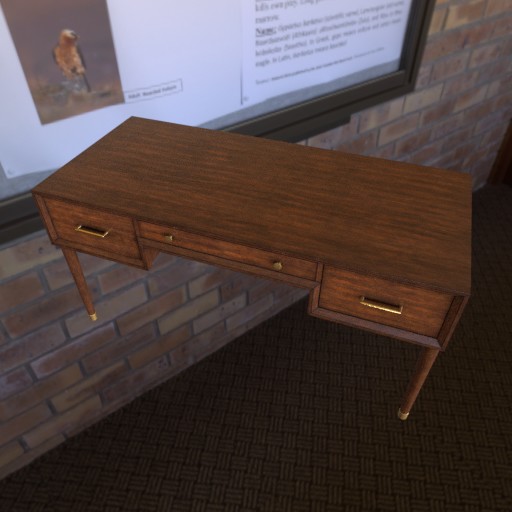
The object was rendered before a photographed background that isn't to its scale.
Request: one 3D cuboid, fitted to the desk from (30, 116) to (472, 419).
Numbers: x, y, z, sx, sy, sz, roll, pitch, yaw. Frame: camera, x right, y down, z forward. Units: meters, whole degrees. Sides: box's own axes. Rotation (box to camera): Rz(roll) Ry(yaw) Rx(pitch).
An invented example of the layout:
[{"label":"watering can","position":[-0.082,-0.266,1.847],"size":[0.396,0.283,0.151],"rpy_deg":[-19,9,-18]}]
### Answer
[{"label":"desk","position":[0.000,0.000,1.976],"size":[1.575,0.762,0.724],"rpy_deg":[14,43,15]}]
